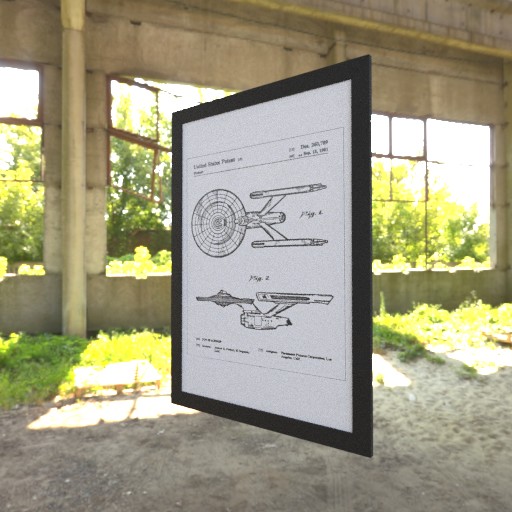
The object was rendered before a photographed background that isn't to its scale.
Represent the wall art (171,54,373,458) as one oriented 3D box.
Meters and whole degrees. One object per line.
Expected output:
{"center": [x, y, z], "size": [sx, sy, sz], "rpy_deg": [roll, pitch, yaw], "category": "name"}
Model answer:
{"center": [0.000, 0.000, 0.697], "size": [0.379, 0.530, 0.008], "rpy_deg": [-1, -1, 37], "category": "wall art"}
